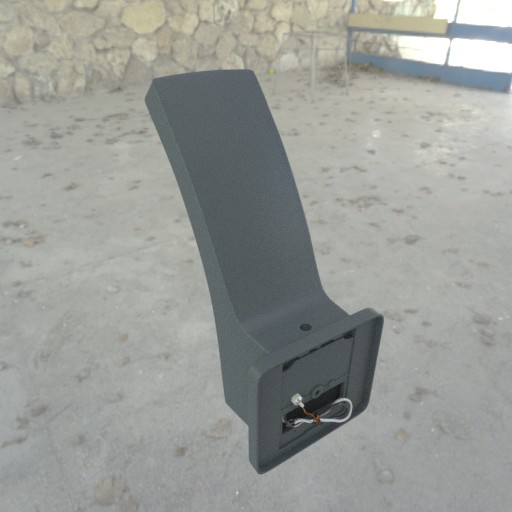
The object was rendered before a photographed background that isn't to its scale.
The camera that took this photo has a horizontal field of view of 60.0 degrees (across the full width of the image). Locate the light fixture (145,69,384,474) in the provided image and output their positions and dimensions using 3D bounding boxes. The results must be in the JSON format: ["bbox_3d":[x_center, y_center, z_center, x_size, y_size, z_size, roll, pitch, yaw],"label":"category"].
[{"bbox_3d":[0.000,0.000,0.331,0.108,0.243,0.174,-19,35,-29],"label":"light fixture"}]
